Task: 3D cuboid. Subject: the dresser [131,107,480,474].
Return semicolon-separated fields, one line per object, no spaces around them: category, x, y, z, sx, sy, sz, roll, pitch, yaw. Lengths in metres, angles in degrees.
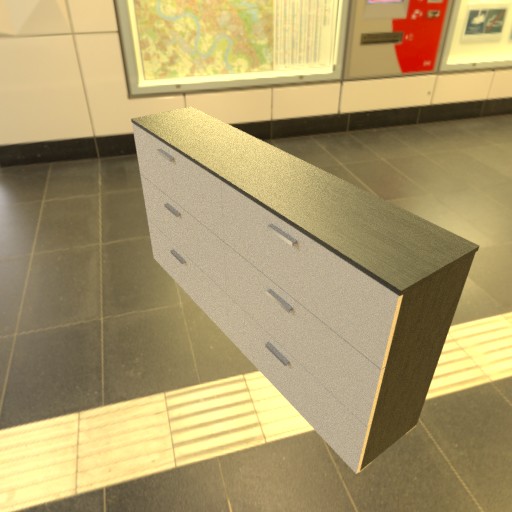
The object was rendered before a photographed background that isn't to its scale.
dresser;0.000;0.000;1.817;0.333;0.790;1.535;-23;41;-29
